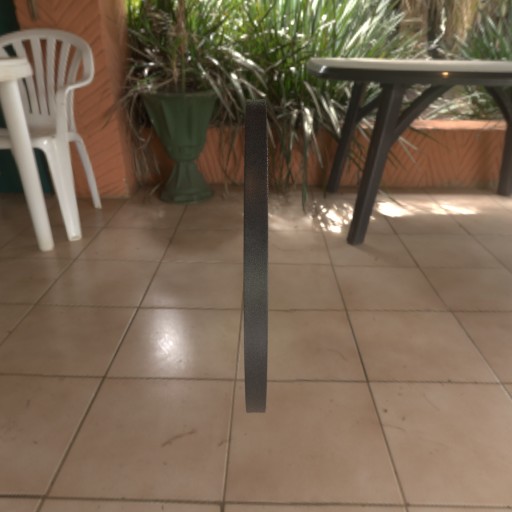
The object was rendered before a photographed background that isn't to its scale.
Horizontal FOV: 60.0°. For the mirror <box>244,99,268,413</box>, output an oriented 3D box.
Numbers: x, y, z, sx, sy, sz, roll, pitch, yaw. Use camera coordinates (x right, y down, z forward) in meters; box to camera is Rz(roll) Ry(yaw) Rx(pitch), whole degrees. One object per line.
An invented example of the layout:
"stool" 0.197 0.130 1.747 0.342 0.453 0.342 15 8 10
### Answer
"mirror" 0.000 0.000 0.847 0.032 0.565 0.565 0 26 0
